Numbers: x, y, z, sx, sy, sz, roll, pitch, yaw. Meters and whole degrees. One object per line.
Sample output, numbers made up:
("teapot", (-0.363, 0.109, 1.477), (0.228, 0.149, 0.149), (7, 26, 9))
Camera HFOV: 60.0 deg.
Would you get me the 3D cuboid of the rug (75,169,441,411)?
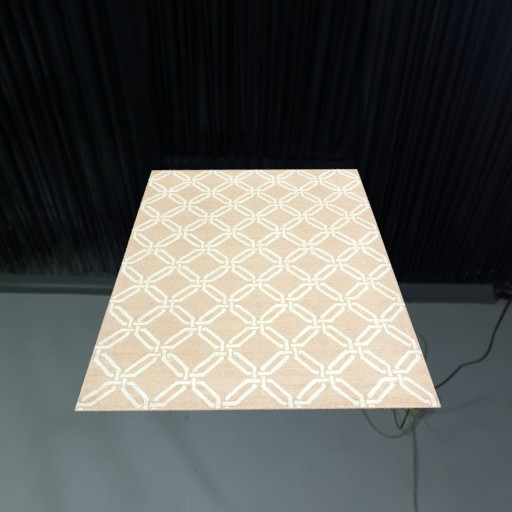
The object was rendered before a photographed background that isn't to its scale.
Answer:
("rug", (0.000, 0.000, 3.850), (2.288, 0.018, 2.895), (0, 41, 0))
